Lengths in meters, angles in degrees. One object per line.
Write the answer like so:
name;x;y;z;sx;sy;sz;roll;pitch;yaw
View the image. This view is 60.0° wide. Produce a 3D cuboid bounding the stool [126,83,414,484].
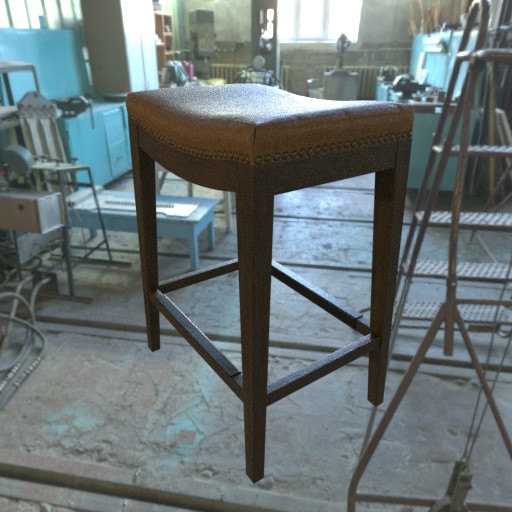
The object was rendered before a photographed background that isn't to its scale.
stool;0.000;0.000;0.961;0.361;0.660;0.500;-17;31;-31
